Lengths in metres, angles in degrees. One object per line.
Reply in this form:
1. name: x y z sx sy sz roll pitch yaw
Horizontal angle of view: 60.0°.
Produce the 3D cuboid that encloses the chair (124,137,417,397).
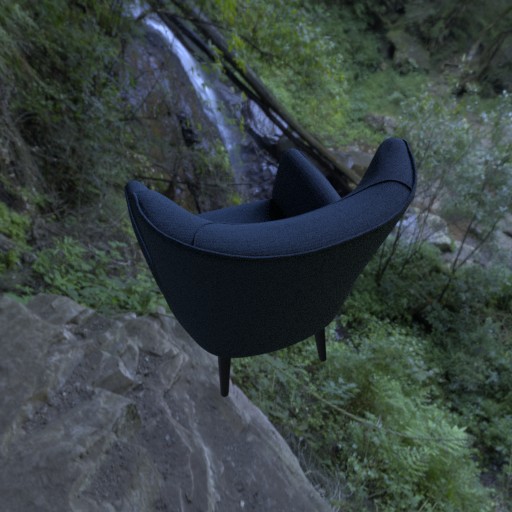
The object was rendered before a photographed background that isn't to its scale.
1. chair: 0.000 0.000 1.580 0.781 0.933 0.888 -15 44 -16
